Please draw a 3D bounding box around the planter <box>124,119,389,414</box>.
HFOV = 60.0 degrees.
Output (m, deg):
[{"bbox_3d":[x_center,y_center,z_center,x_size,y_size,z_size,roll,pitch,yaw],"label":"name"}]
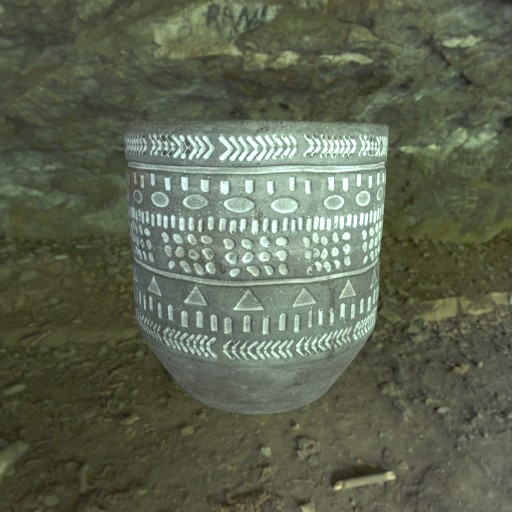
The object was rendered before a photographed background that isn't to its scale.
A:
[{"bbox_3d":[0.000,0.000,0.263,0.142,0.149,0.142,0,14,0],"label":"planter"}]
